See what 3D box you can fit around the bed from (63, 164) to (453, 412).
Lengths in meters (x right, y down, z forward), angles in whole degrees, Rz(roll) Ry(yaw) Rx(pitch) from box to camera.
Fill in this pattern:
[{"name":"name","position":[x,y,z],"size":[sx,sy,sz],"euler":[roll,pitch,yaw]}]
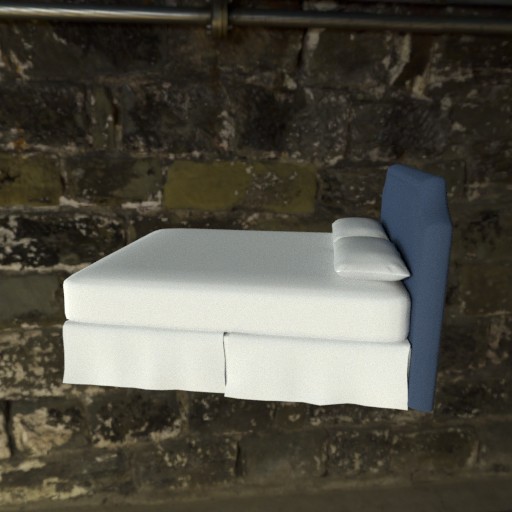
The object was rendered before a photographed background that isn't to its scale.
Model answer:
[{"name":"bed","position":[0.000,0.000,3.305],"size":[2.260,1.297,1.831],"euler":[2,15,8]}]
